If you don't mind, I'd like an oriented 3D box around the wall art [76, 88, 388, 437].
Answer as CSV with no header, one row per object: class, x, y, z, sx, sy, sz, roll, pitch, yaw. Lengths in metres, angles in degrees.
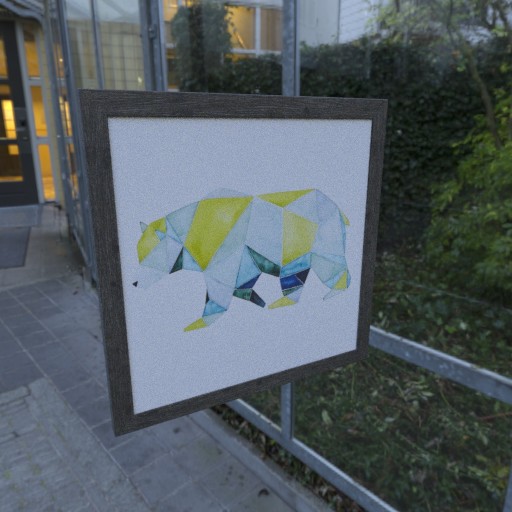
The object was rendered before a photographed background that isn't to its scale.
wall art,0.000,0.000,0.673,0.462,0.459,0.027,-9,18,-27
